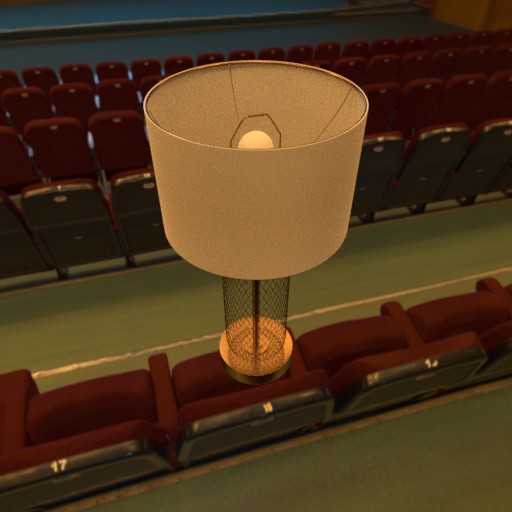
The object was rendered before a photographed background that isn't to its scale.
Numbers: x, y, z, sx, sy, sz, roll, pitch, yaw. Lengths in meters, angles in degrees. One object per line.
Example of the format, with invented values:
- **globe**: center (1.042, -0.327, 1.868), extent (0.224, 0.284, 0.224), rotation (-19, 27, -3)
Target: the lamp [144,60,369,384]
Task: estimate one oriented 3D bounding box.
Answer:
- **lamp**: center (0.000, 0.000, 0.664), extent (0.252, 0.483, 0.252), rotation (-11, 43, -13)
